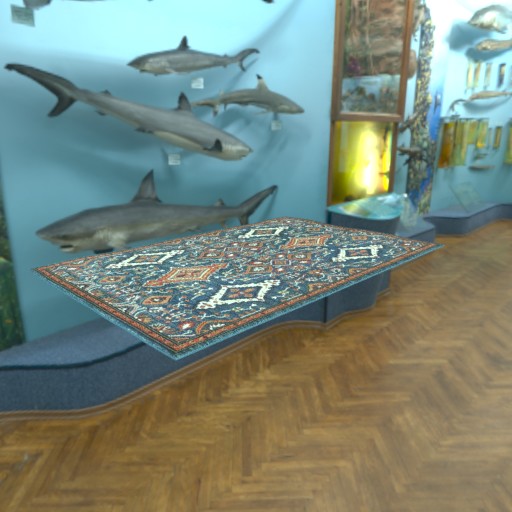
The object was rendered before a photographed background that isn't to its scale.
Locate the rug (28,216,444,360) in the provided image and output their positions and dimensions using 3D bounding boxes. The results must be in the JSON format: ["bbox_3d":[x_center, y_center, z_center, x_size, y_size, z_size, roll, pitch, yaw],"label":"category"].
[{"bbox_3d":[0.000,0.000,2.287,1.195,0.014,1.847,15,22,43],"label":"rug"}]
